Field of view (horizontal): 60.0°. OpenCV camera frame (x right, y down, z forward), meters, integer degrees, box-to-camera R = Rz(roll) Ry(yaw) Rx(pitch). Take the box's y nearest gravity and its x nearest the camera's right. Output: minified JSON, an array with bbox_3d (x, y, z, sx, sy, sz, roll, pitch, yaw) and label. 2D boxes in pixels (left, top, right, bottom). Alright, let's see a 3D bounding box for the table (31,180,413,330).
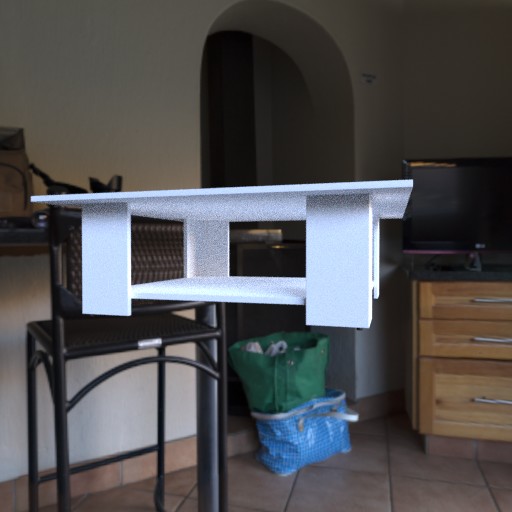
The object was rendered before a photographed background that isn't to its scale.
[{"bbox_3d":[0.000,0.000,1.391,0.890,0.305,0.890,0,1,17],"label":"table"}]
